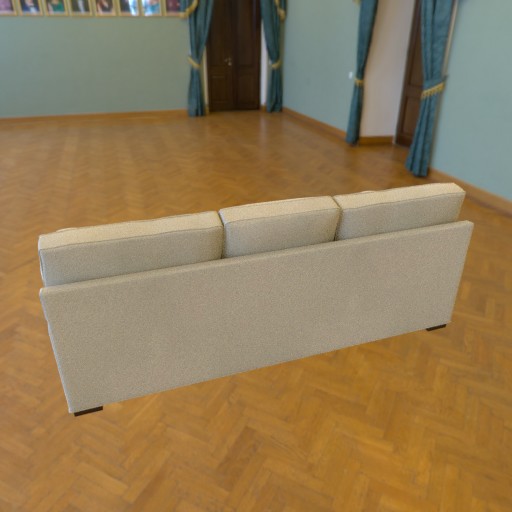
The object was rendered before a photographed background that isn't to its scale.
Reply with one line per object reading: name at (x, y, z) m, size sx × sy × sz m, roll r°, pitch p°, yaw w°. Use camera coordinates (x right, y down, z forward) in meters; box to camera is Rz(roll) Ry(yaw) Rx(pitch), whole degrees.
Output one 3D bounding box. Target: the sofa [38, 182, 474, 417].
sofa at (0.000, 0.000, 2.489) m, size 2.088 × 0.862 × 0.935 m, roll -9°, pitch 29°, yaw -17°
